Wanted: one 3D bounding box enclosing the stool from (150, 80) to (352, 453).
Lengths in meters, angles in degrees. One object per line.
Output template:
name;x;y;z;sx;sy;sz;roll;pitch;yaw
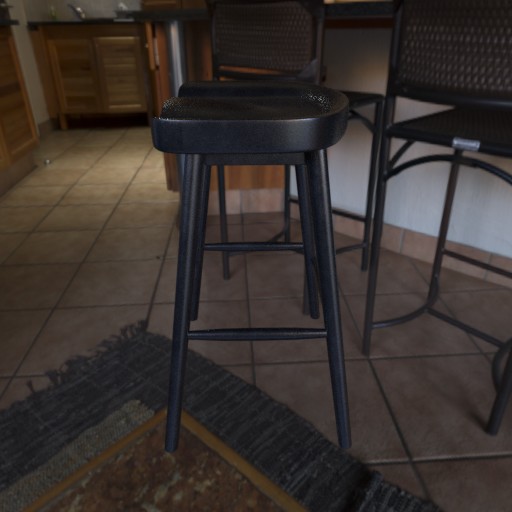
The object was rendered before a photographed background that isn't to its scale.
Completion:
stool;0.000;0.000;0.891;0.361;0.615;0.440;-1;28;-1
